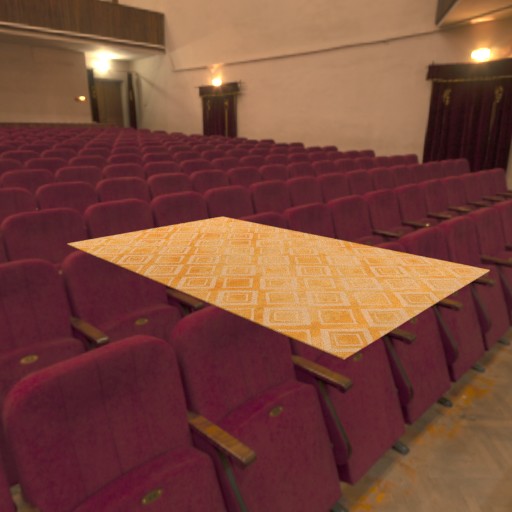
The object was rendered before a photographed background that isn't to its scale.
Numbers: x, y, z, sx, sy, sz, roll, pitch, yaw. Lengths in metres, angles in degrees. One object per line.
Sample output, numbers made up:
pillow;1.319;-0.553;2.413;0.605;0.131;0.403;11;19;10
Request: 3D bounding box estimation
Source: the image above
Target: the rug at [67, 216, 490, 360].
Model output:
rug;0.000;0.000;2.950;2.424;0.010;1.511;15;22;43
